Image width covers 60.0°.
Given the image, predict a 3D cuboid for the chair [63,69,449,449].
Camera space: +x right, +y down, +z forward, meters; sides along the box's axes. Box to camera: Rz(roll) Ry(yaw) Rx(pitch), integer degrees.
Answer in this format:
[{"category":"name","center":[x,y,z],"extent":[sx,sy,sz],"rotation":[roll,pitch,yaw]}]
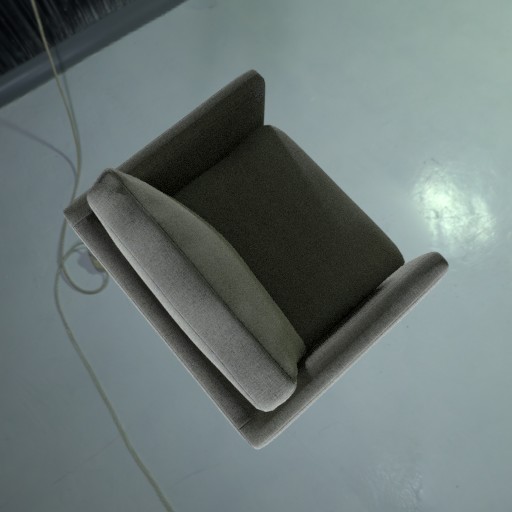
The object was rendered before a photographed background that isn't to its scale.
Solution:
[{"category":"chair","center":[0.000,0.000,1.833],"extent":[0.959,0.963,1.107],"rotation":[-40,79,-9]}]
